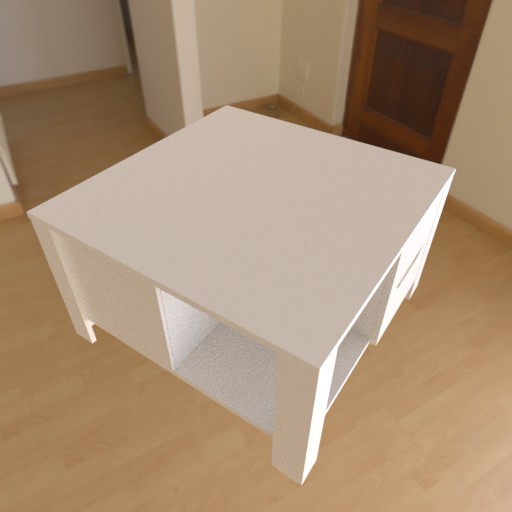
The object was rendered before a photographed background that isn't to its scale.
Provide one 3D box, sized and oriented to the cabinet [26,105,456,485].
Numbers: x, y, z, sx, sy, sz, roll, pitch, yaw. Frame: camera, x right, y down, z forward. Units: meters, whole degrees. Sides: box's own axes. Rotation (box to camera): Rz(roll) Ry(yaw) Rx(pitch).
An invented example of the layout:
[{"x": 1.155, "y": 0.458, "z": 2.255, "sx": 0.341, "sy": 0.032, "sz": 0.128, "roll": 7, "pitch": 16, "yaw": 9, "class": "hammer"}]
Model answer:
[{"x": 0.000, "y": 0.000, "z": 1.300, "sx": 0.800, "sy": 0.460, "sz": 0.800, "roll": 24, "pitch": 46, "yaw": 25, "class": "cabinet"}]
